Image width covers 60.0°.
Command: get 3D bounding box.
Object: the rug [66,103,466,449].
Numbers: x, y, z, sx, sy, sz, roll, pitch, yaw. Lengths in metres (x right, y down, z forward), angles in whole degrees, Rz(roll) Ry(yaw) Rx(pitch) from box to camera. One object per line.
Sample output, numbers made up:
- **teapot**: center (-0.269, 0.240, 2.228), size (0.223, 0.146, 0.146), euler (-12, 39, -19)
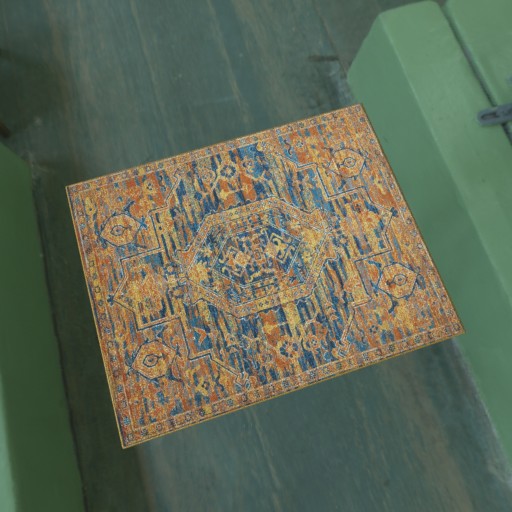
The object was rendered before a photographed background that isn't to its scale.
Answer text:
- **rug**: center (0.000, 0.000, 4.032), size (3.040, 0.031, 2.435), euler (-17, 74, -5)
